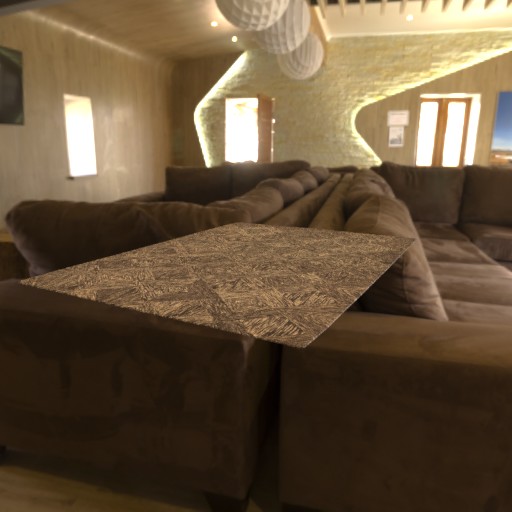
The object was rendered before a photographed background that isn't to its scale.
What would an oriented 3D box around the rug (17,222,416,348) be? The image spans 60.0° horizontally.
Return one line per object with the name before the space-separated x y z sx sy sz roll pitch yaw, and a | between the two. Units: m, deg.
rug | 0.000 0.000 5.261 2.997 0.020 4.093 7 15 28
